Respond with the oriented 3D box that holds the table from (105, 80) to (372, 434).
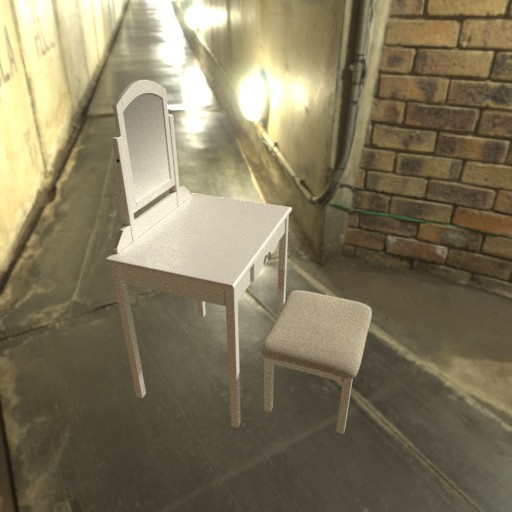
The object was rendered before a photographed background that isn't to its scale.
[{"bbox_3d":[0.000,0.000,2.274,1.211,1.631,0.876,10,32,17],"label":"table"}]
